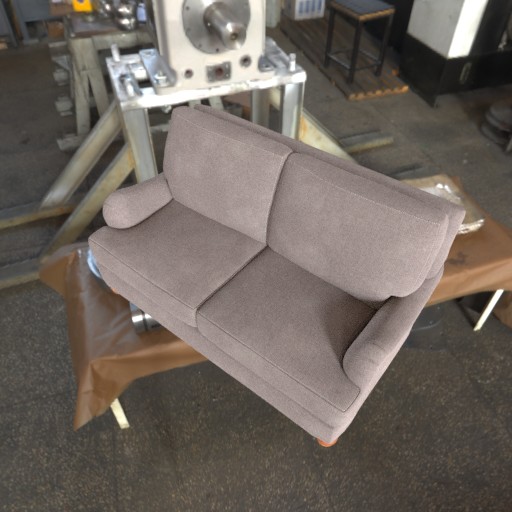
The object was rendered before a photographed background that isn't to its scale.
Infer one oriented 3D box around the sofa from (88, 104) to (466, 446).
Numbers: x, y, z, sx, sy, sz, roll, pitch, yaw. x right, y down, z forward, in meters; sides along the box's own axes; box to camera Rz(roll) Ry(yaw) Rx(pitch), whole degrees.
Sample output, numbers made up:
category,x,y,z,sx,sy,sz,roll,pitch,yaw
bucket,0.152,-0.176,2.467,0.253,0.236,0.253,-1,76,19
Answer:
category,x,y,z,sx,sy,sz,roll,pitch,yaw
sofa,0.000,0.000,2.565,1.853,1.101,1.084,29,52,26
